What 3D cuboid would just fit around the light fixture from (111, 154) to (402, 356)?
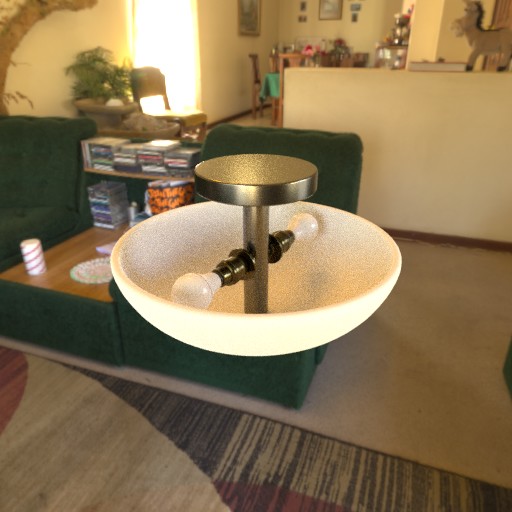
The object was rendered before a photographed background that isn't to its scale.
[{"bbox_3d":[0.000,0.000,0.530,0.330,0.214,0.330,0,25,0],"label":"light fixture"}]
